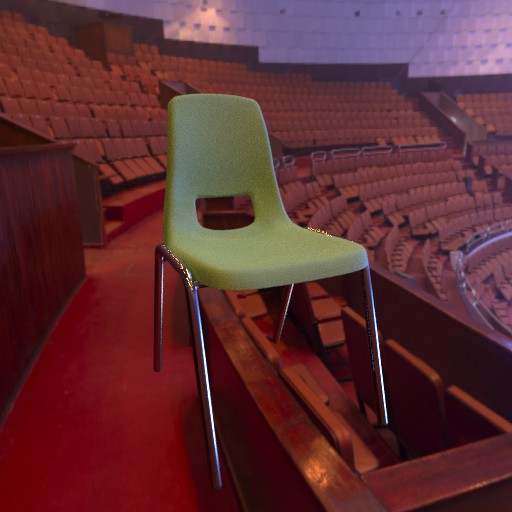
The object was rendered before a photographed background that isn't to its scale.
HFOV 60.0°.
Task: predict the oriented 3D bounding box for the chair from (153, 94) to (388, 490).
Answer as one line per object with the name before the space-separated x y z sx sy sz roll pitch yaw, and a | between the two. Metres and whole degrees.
chair | 0.000 0.000 0.906 0.381 0.653 0.436 -8 17 -26
